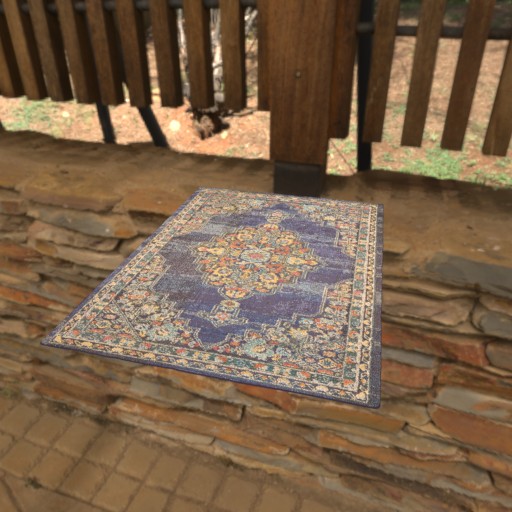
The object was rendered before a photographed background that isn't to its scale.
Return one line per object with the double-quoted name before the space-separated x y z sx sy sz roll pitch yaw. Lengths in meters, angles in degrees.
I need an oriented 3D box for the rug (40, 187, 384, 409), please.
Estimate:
"rug" 0.000 0.000 2.930 1.630 0.009 2.232 7 30 13
